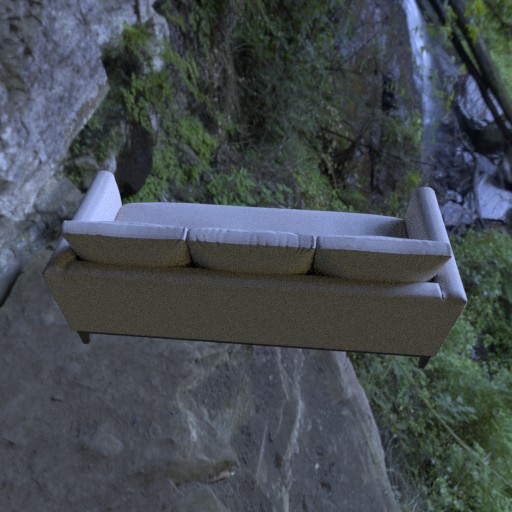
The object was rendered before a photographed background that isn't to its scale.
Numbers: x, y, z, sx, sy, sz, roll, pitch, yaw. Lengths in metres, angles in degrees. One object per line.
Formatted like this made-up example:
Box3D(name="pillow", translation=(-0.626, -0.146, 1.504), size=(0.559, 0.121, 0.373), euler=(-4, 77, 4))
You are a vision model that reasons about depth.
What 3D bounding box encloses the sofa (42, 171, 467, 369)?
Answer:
Box3D(name="sofa", translation=(0.000, 0.000, 2.708), size=(2.198, 0.911, 0.902), euler=(3, 47, 3))
